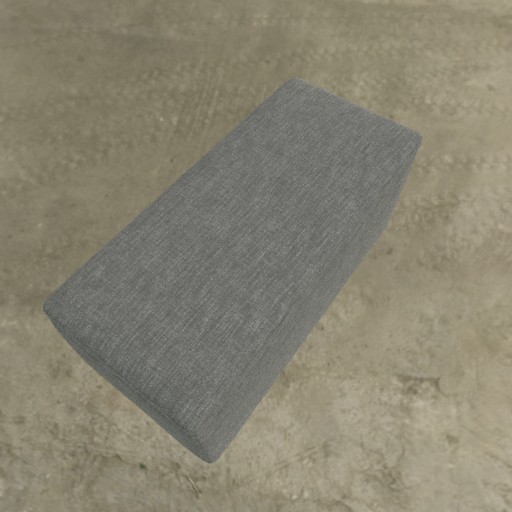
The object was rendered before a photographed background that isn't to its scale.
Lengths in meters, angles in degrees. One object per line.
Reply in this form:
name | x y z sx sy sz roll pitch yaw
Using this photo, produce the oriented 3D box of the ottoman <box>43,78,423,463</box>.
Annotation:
ottoman | 0.000 0.000 1.138 0.419 0.432 0.902 32 63 18
